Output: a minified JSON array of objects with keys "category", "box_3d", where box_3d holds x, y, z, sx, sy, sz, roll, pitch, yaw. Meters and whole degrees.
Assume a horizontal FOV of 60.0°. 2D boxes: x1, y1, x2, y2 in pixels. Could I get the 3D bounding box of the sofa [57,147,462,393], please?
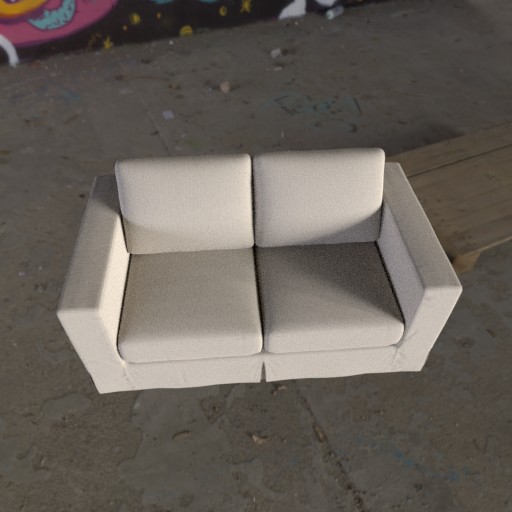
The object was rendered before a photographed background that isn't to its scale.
[{"category":"sofa","box_3d":[0.000,0.000,2.414,1.813,0.932,1.009,-3,47,-3]}]
